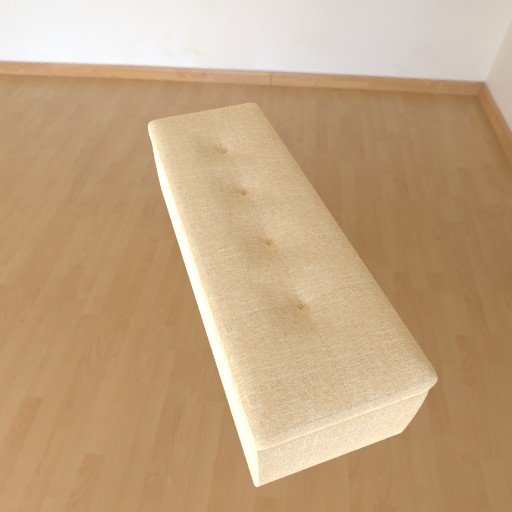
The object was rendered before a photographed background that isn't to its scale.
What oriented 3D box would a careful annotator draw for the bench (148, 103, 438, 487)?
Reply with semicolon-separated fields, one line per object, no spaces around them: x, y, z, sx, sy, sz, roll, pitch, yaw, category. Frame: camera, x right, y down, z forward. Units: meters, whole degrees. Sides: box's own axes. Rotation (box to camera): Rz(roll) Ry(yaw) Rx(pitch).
0.000;0.000;1.415;0.432;0.406;1.219;-14;50;-13;bench
